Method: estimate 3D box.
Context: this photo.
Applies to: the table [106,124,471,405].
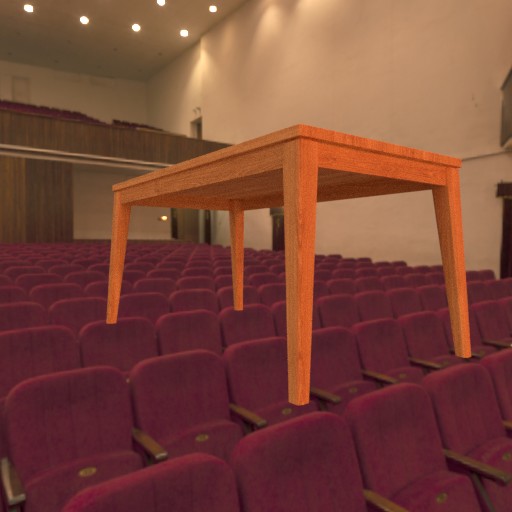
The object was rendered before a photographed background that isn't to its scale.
[{"bbox_3d":[0.000,0.000,2.082,0.900,0.760,1.600,-1,2,-36],"label":"table"}]
